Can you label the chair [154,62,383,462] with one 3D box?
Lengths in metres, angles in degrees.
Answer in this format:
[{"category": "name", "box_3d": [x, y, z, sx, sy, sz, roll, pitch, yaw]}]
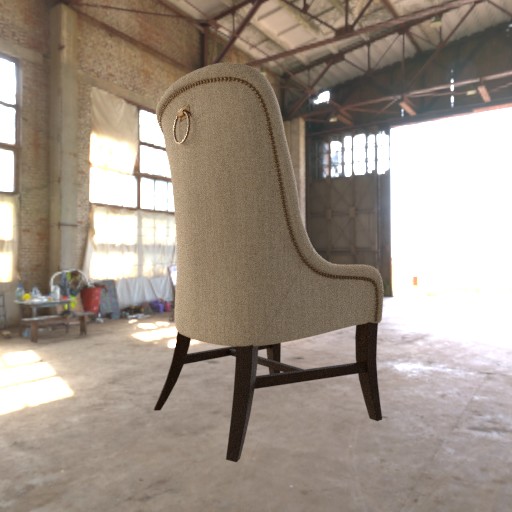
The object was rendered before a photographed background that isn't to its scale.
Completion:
[{"category": "chair", "box_3d": [0.000, 0.000, 1.535, 0.629, 1.091, 0.634, 1, -1, -36]}]
